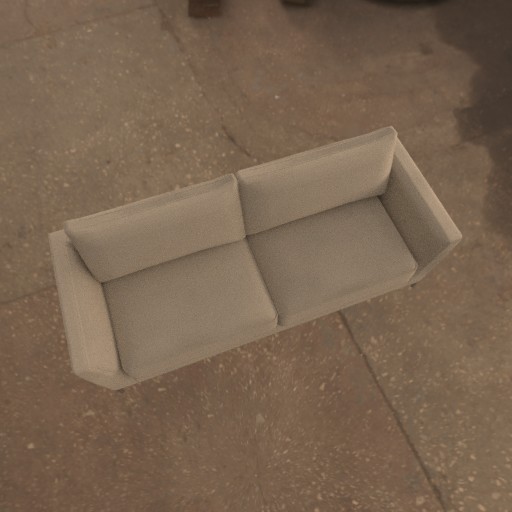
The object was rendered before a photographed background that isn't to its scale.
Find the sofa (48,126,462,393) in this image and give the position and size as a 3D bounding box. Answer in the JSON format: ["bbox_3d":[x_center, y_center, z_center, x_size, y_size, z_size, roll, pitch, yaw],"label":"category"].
[{"bbox_3d":[0.000,0.000,2.719,2.214,1.005,0.868,-18,65,-9],"label":"sofa"}]
